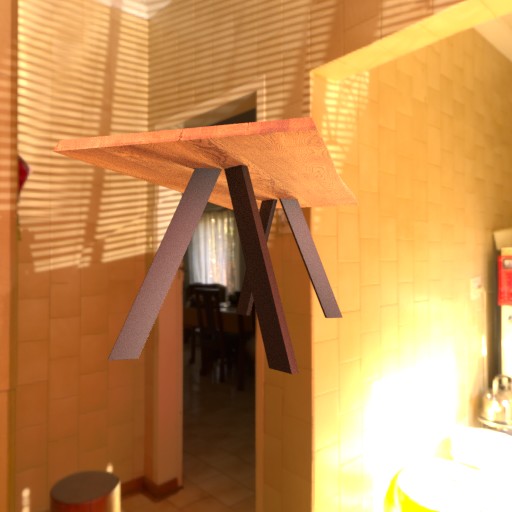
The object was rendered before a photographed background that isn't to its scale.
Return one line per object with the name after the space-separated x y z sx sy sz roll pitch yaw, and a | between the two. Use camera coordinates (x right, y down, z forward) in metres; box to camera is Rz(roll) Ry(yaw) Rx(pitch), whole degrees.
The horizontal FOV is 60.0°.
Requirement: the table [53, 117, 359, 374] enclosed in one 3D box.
0.000 0.000 2.226 0.900 0.770 1.800 0 -1 17 | table
